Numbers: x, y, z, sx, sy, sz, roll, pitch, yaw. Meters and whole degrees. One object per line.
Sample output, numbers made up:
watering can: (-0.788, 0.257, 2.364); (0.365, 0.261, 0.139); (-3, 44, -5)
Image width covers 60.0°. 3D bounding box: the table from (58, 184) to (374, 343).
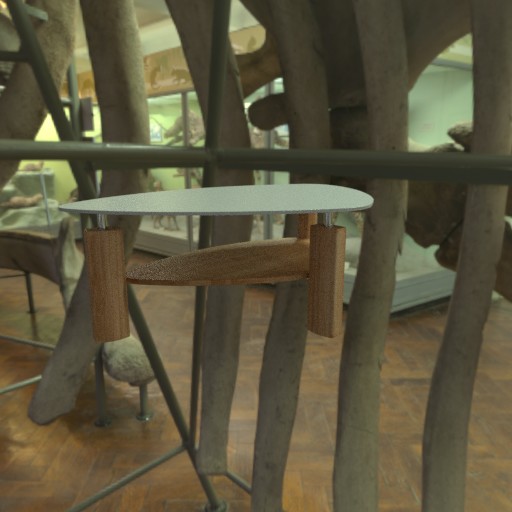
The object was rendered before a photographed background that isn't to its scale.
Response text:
table: (0.000, 0.000, 1.645); (1.250, 0.440, 0.850); (-13, 19, -43)
